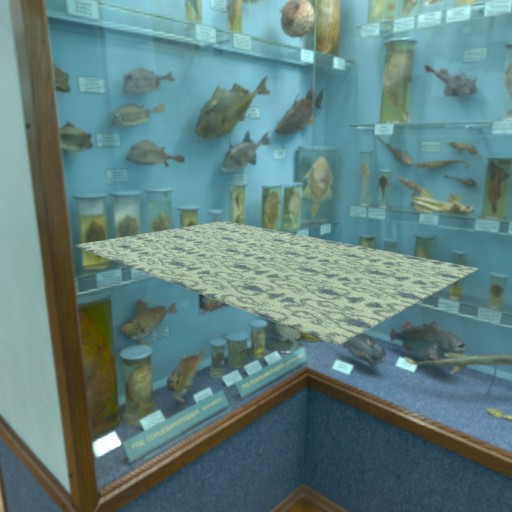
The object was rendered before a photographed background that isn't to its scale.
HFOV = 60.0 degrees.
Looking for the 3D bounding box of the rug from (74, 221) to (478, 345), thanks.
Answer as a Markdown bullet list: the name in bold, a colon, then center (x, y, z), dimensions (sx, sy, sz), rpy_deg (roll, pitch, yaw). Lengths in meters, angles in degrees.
- **rug**: center (0.000, 0.000, 2.094), dimensions (1.035, 0.006, 1.652), rpy_deg (-14, 20, -43)
